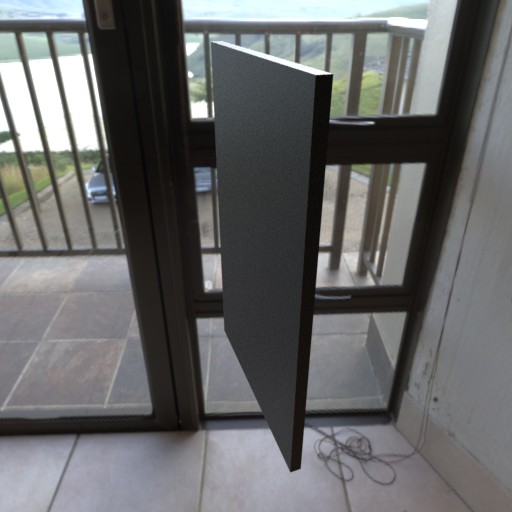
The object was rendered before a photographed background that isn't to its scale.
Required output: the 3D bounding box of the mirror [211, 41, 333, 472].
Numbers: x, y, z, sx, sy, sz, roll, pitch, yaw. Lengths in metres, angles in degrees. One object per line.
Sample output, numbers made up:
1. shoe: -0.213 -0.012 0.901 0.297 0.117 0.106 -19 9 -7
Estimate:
1. mirror: 0.000 0.000 1.459 0.038 1.219 0.762 -10 32 -17
